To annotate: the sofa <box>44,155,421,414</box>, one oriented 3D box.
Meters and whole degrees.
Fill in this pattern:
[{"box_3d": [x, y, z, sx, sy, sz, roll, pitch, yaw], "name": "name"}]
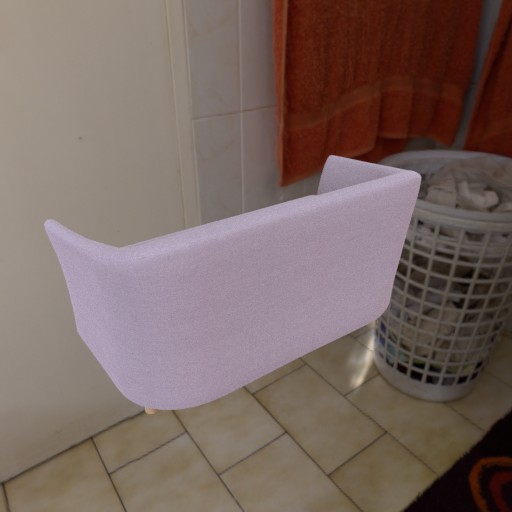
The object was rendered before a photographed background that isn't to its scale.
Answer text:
[{"box_3d": [0.000, 0.000, 1.861, 1.452, 0.721, 0.705, -19, 35, -29], "name": "sofa"}]
